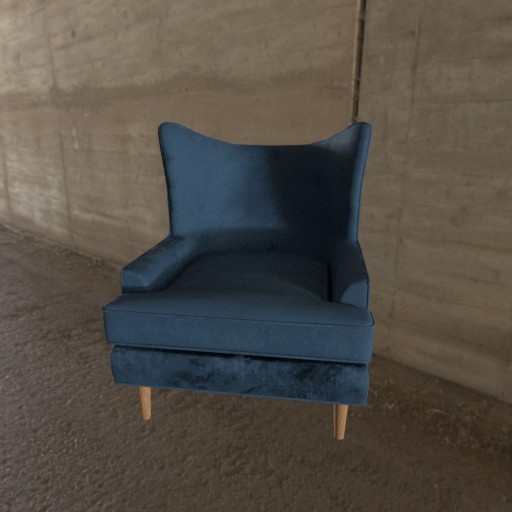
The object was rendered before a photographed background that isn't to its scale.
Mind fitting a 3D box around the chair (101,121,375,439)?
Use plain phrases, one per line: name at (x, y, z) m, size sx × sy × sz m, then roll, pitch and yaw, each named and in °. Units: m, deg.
chair at (0.000, 0.000, 1.634) m, size 0.793 × 0.952 × 0.910 m, roll 2°, pitch 16°, yaw 8°
